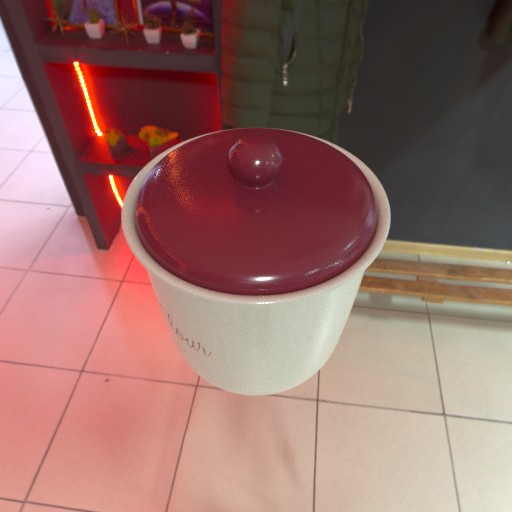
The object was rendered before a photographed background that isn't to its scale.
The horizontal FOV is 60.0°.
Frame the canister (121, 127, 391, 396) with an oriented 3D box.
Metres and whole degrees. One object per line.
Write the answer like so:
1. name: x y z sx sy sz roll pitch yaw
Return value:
1. canister: 0.000 0.000 0.348 0.182 0.208 0.182 0 47 0
